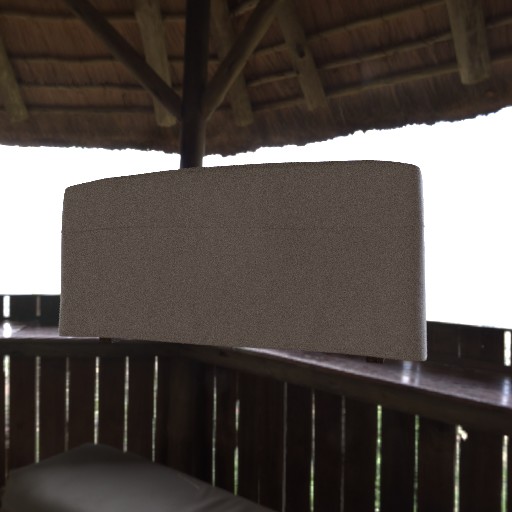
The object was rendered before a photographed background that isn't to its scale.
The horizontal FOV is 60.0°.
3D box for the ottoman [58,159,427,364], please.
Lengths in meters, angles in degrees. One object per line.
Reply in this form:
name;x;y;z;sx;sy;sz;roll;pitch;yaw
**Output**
ottoman;0.000;0.000;1.223;0.872;0.444;0.590;0;0;18
